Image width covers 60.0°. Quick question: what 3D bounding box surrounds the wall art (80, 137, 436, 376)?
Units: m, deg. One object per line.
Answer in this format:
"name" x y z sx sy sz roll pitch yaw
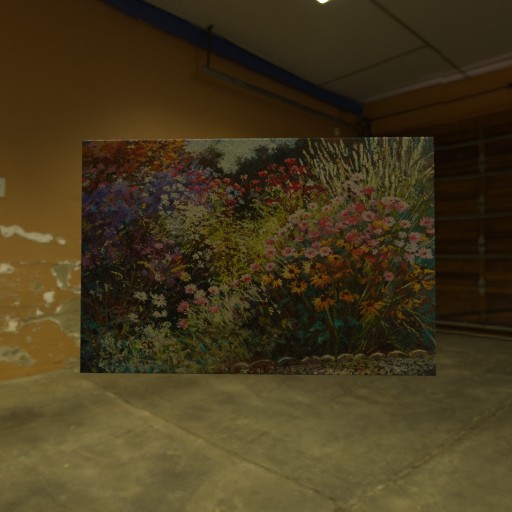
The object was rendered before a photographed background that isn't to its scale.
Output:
"wall art" 0.000 0.000 0.782 0.610 0.406 0.037 0 -1 2
